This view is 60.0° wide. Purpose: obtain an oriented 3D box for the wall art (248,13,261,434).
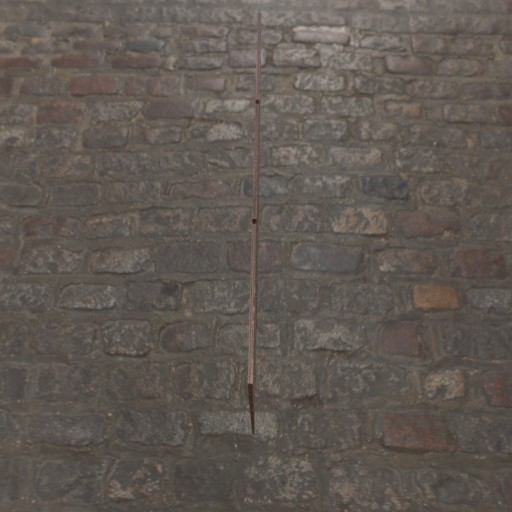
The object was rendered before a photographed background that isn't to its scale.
[{"bbox_3d":[0.000,0.000,2.207,0.014,1.525,1.527,1,63,1],"label":"wall art"}]
